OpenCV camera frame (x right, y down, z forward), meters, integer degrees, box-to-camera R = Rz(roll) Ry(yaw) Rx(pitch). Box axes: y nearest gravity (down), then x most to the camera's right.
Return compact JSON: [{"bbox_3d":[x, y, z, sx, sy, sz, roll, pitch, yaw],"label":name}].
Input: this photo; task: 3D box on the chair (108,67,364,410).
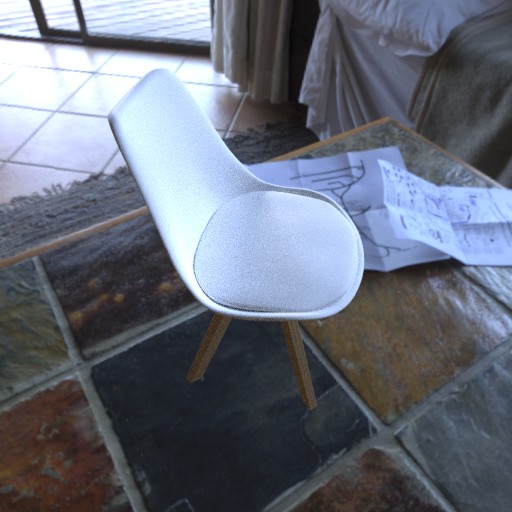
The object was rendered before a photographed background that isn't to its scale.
[{"bbox_3d":[0.000,0.000,1.163,0.550,0.849,0.485,9,47,9],"label":"chair"}]
